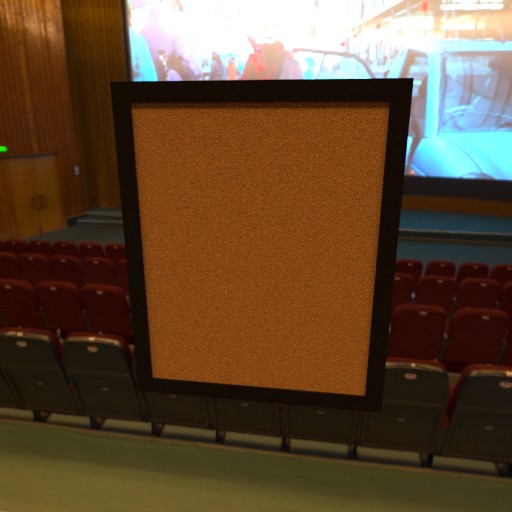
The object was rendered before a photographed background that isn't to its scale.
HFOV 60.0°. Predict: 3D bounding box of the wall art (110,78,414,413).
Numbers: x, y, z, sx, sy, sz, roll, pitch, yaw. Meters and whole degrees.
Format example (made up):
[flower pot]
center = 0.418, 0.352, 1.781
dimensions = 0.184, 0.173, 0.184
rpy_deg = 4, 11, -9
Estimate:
[wall art]
center = 0.000, 0.000, 0.757
dimensions = 0.457, 0.559, 0.029
rpy_deg = 3, 17, 8
